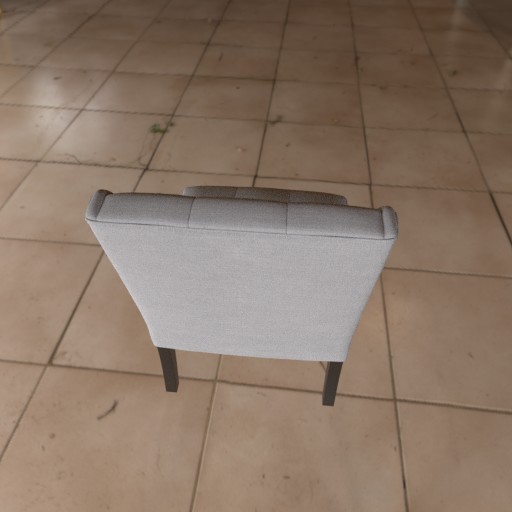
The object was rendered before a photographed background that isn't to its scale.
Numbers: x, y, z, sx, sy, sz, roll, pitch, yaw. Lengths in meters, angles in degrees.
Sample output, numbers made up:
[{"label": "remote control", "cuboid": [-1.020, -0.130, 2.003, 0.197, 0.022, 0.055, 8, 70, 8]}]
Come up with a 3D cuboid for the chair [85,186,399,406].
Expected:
[{"label": "chair", "cuboid": [0.000, 0.000, 1.287, 0.569, 0.853, 0.676, 4, 46, 4]}]
